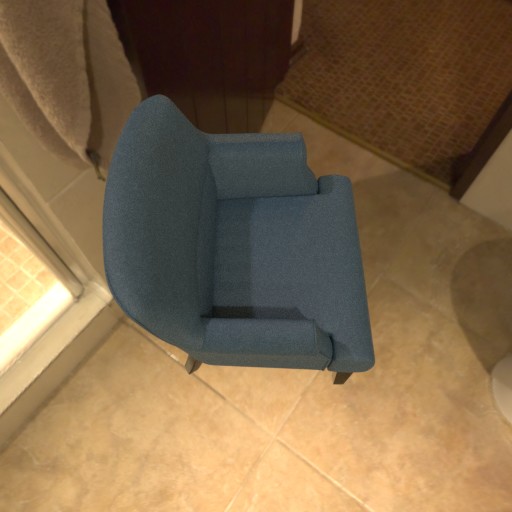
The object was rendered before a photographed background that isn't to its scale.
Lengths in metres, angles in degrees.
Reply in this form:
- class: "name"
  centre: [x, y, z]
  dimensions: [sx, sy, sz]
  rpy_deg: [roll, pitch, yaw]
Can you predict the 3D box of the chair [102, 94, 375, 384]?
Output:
- class: "chair"
  centre: [0.000, 0.000, 1.491]
  dimensions: [0.754, 0.878, 0.770]
  rpy_deg: [0, 63, 0]
